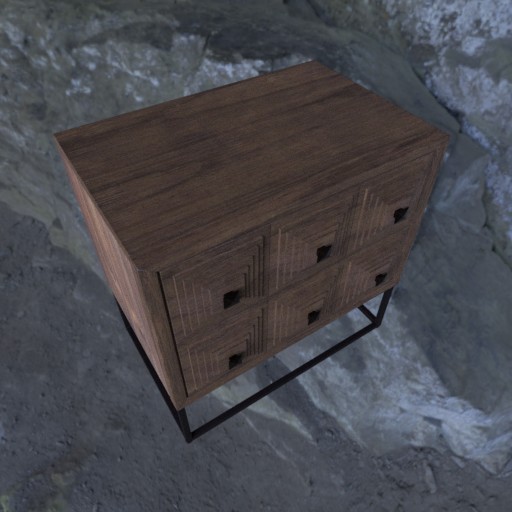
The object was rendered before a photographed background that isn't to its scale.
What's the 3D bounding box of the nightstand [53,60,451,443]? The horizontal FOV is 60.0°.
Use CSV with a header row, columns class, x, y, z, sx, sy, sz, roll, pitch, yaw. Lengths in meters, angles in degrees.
class,x,y,z,sx,sy,sz,roll,pitch,yaw
nightstand,0.000,0.000,1.020,0.610,0.610,0.437,-25,51,-22
